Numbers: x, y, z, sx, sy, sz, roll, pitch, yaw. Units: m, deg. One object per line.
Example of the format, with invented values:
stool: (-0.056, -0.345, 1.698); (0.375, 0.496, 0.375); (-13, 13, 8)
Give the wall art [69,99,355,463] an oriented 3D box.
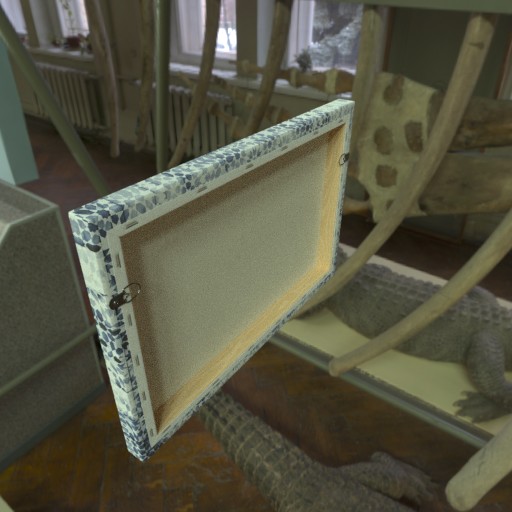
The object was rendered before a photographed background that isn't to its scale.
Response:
wall art: (0.000, 0.000, 1.142); (0.057, 0.608, 0.911); (21, 38, 30)
